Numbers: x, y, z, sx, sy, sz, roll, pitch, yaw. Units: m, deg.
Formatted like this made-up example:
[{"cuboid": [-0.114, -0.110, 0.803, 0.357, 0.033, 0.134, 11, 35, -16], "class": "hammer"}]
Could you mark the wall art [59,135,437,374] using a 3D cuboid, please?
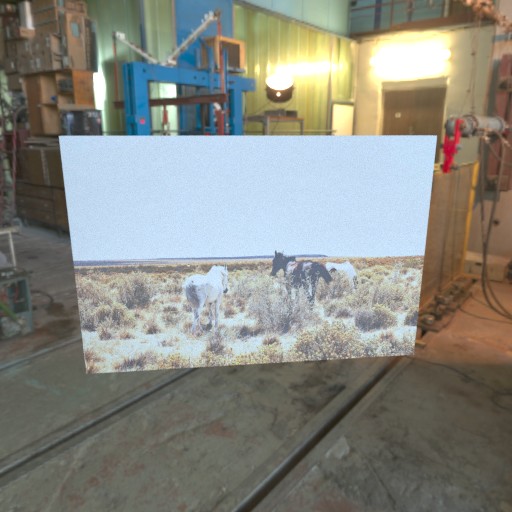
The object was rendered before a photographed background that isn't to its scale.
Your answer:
[{"cuboid": [0.000, 0.000, 1.453, 1.138, 0.761, 0.051, -2, 16, -6], "class": "wall art"}]
